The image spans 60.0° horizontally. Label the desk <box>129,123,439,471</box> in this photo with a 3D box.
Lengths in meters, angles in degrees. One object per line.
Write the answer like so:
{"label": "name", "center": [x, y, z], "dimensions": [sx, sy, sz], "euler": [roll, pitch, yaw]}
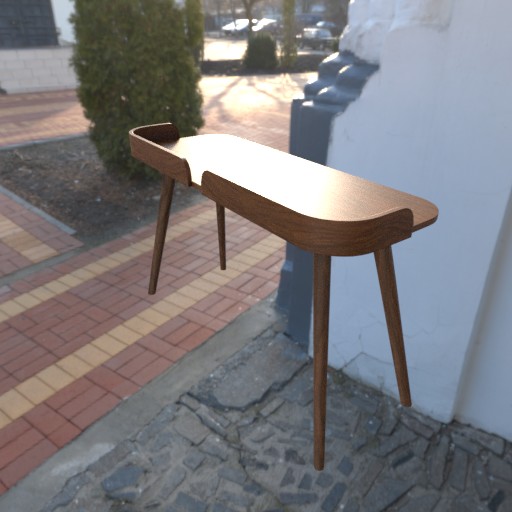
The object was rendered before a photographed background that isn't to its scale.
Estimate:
{"label": "desk", "center": [0.000, 0.000, 1.695], "dimensions": [0.486, 0.800, 1.256], "euler": [-19, 33, -31]}
